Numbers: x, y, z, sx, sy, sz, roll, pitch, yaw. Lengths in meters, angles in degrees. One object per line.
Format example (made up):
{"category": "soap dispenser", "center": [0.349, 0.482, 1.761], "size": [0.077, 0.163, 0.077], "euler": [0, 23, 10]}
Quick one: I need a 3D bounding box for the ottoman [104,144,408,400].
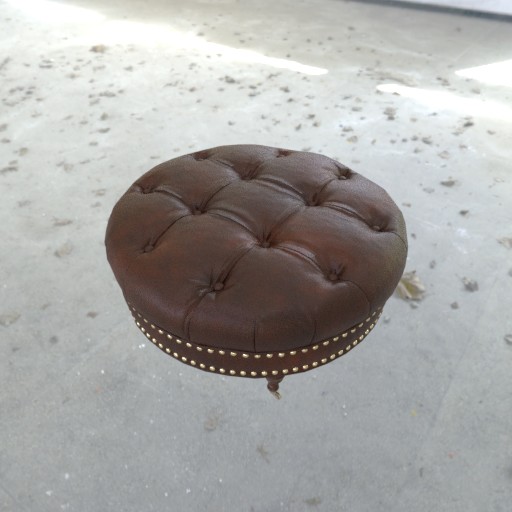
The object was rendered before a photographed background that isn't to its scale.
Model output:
{"category": "ottoman", "center": [0.000, 0.000, 1.432], "size": [0.901, 0.455, 0.901], "euler": [0, 41, 0]}
